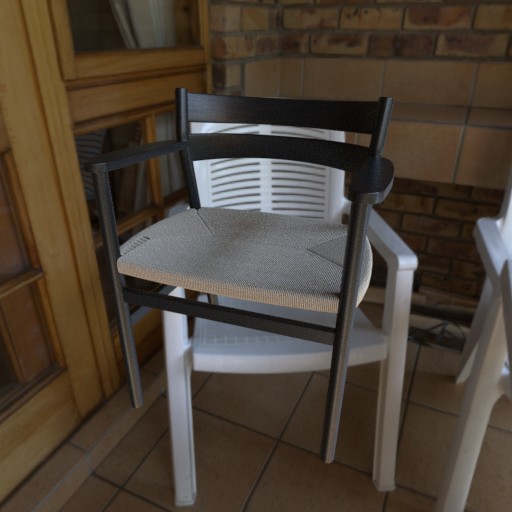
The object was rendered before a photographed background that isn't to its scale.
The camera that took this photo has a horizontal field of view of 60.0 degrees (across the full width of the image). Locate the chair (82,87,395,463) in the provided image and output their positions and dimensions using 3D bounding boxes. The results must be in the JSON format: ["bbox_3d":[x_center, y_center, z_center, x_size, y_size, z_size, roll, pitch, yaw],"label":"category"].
[{"bbox_3d":[0.000,0.000,1.157,0.630,0.775,0.508,9,29,17],"label":"chair"}]
